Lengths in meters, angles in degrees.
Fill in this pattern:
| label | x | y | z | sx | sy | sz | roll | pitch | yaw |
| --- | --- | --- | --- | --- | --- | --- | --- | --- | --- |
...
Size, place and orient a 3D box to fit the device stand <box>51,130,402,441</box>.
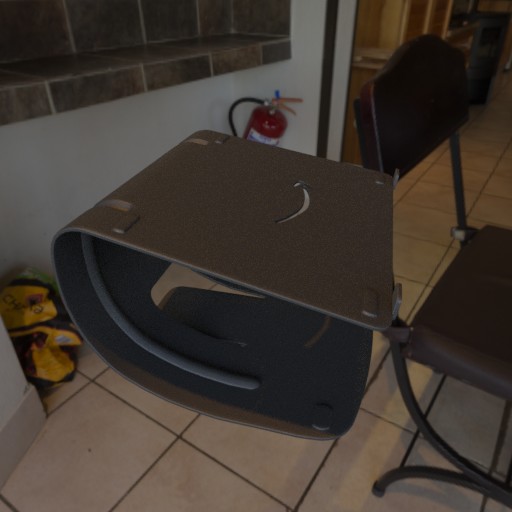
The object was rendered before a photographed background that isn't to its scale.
| label | x | y | z | sx | sy | sz | roll | pitch | yaw |
| --- | --- | --- | --- | --- | --- | --- | --- | --- | --- |
| device stand | 0.000 | 0.000 | 0.405 | 0.236 | 0.155 | 0.256 | 8 | 32 | 13 |
